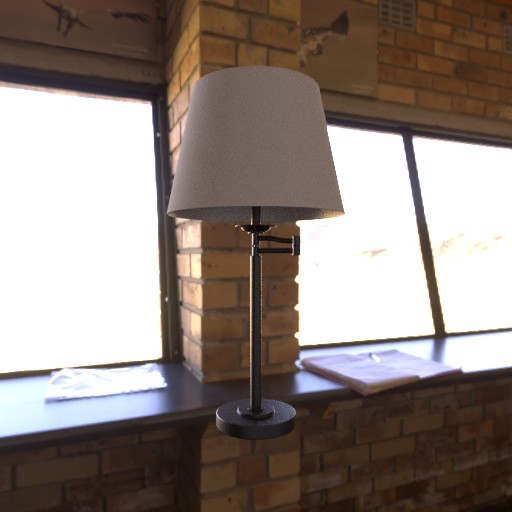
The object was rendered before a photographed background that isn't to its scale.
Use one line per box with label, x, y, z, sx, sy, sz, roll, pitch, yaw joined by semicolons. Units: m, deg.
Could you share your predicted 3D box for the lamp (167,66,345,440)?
lamp;0.000;0.000;0.918;0.363;0.696;0.363;0;0;0
